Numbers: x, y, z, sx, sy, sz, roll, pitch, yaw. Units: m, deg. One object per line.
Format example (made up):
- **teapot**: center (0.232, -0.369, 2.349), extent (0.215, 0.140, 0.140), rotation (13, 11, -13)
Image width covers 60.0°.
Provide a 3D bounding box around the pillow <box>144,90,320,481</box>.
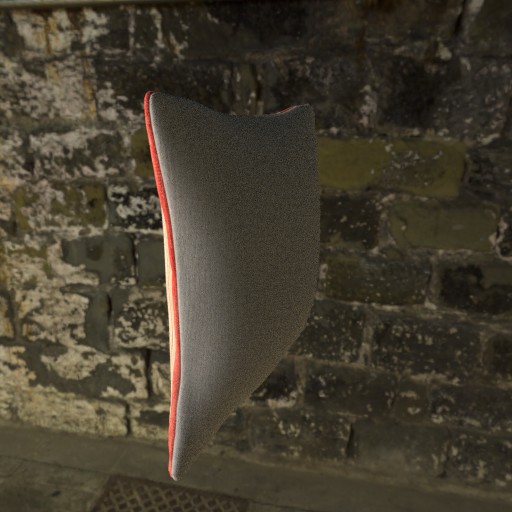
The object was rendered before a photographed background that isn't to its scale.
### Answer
- **pillow**: center (0.000, 0.000, 0.625), extent (0.136, 0.419, 0.437), rotation (8, 19, 25)
